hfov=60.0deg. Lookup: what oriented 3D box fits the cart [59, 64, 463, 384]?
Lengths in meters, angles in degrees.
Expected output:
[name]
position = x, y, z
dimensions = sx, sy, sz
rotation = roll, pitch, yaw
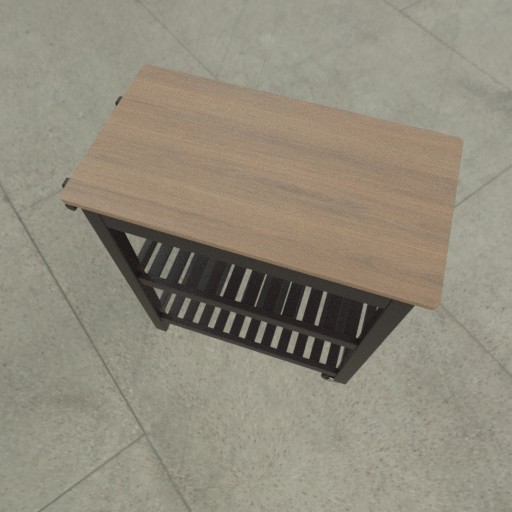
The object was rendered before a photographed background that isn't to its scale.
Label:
[cart]
position = 0.000, 0.000, 1.435
dimensions = 0.899, 0.927, 0.457
rotation = 16, 64, 8
